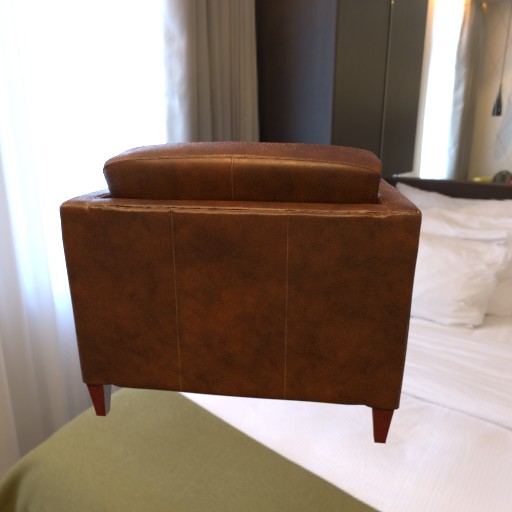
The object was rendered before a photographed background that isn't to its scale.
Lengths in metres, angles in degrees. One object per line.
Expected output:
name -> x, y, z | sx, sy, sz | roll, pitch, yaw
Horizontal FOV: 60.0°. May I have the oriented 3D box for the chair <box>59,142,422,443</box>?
chair -> 0.000, 0.000, 1.704 | 0.990, 0.864, 0.975 | 2, 16, 8
